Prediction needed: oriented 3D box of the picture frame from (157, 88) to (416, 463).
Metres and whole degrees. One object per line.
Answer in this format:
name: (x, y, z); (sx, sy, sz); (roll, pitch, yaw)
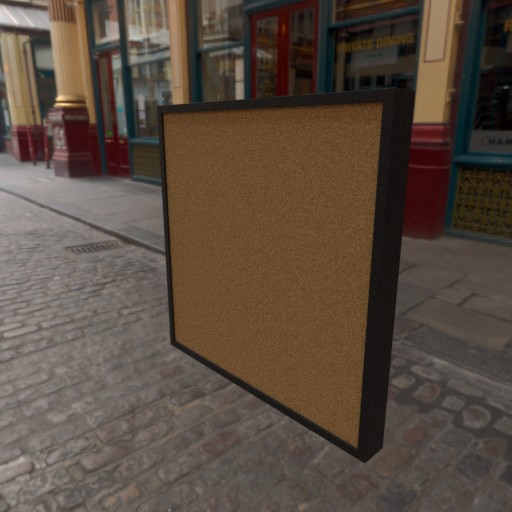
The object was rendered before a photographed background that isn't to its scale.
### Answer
picture frame: (0.000, 0.000, 0.476); (0.030, 0.317, 0.317); (-14, 21, -41)
